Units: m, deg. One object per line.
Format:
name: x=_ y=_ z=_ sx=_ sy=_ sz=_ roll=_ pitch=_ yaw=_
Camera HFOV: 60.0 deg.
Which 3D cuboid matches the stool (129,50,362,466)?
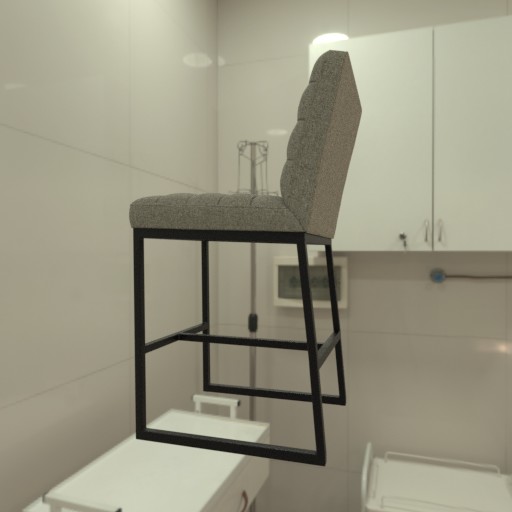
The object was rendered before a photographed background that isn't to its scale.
stool: x=0.000 y=0.000 z=1.267 sx=0.560 sy=0.940 sz=0.460 roll=0 pitch=0 yaw=18
